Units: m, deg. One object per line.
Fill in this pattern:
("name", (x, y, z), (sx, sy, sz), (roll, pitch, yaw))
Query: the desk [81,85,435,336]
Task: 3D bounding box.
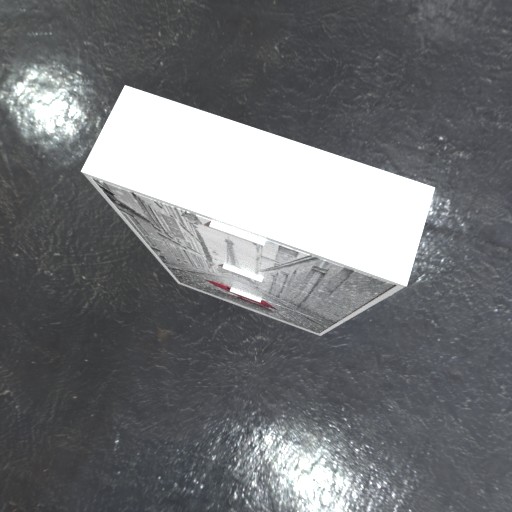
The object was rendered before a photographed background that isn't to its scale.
("desk", (0.000, 0.000, 1.599), (0.750, 1.280, 0.250), (20, 76, 5))
